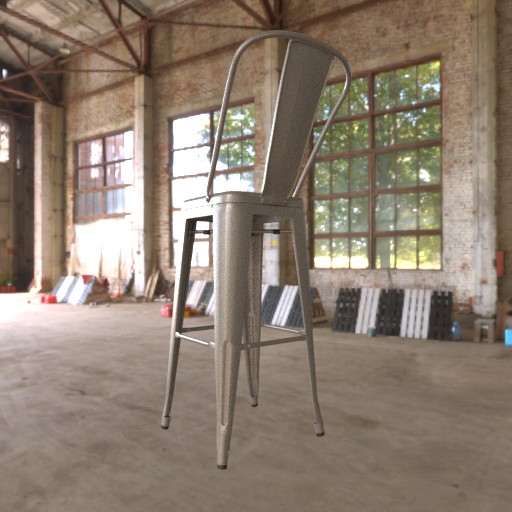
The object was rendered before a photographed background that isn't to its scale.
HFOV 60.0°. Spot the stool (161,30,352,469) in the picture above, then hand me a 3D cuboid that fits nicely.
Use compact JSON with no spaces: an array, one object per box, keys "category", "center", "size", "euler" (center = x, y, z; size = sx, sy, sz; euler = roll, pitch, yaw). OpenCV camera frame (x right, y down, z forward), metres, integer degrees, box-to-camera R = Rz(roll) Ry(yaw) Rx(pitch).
[{"category":"stool","center":[0.000,0.000,1.318],"size":[0.399,1.096,0.513],"euler":[0,0,-37]}]
